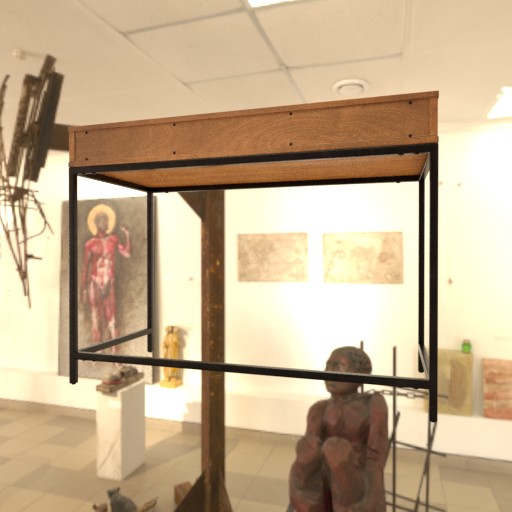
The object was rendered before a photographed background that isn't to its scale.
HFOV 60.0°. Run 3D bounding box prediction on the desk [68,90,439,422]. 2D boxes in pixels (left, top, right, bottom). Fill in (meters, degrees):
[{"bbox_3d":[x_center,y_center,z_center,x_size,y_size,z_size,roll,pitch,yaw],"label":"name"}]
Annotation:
[{"bbox_3d":[0.000,0.000,1.387,1.016,0.762,0.470,0,1,17],"label":"desk"}]
